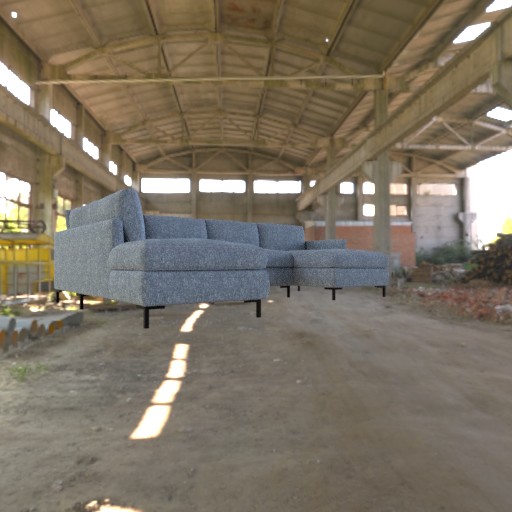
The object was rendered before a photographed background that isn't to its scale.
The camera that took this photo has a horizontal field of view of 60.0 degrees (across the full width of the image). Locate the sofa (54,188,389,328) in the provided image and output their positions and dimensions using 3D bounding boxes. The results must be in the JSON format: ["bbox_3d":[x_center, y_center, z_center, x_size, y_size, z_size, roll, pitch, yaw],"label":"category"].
[{"bbox_3d":[0.000,0.000,3.633,2.737,0.756,1.879,1,-1,-37],"label":"sofa"}]
